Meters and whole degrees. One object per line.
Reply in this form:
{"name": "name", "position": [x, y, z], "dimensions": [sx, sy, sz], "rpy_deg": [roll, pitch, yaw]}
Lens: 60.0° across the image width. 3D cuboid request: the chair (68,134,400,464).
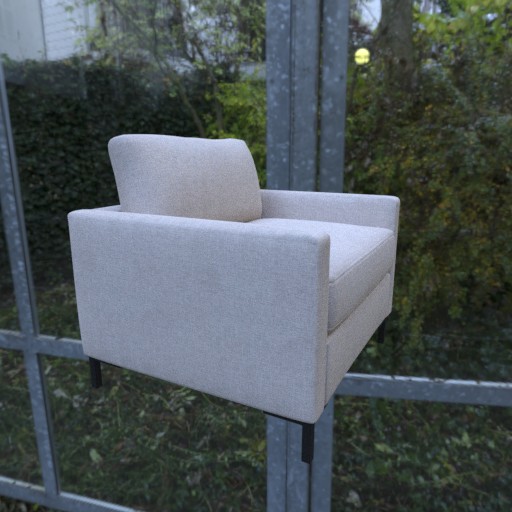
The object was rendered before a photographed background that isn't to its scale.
{"name": "chair", "position": [0.000, 0.000, 1.636], "dimensions": [0.866, 0.861, 0.963], "rpy_deg": [7, 16, 28]}
